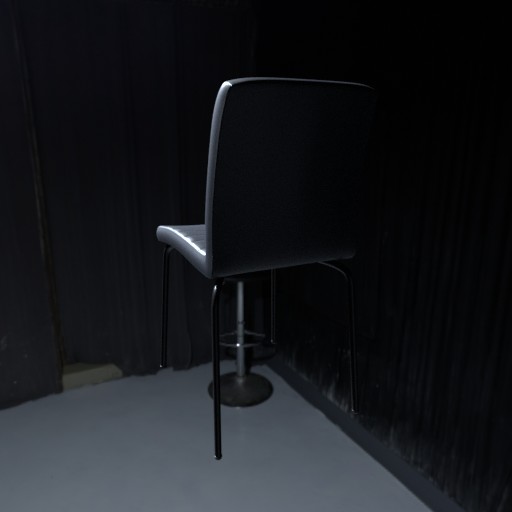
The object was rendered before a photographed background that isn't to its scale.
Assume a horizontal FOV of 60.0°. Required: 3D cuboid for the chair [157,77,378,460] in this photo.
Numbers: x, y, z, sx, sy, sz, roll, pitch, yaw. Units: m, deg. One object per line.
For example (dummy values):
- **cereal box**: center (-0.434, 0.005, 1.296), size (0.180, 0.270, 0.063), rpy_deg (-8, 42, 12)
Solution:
- **chair**: center (0.000, 0.000, 1.245), size (0.450, 0.872, 0.572), rpy_deg (-7, 17, -25)
